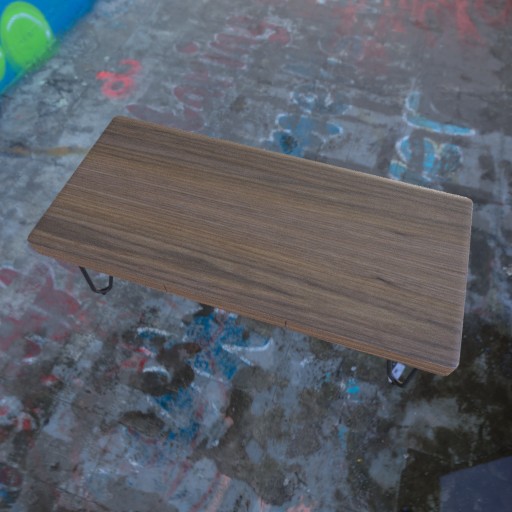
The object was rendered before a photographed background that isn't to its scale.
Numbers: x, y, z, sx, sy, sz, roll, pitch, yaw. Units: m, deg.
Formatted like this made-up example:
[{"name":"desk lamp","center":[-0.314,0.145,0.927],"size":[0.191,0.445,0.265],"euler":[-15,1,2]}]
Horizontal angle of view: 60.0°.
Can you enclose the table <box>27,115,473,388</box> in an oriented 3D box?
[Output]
[{"name":"table","center":[0.000,0.000,1.680],"size":[1.375,0.468,0.637],"euler":[16,59,9]}]
